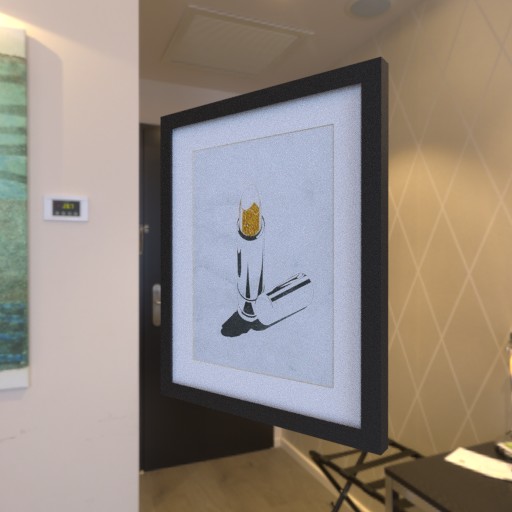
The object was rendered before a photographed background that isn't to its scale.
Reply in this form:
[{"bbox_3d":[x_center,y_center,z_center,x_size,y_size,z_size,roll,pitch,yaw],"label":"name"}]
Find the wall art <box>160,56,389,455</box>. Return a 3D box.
[{"bbox_3d":[0.000,0.000,0.768,0.457,0.559,0.029,0,0,37],"label":"wall art"}]
